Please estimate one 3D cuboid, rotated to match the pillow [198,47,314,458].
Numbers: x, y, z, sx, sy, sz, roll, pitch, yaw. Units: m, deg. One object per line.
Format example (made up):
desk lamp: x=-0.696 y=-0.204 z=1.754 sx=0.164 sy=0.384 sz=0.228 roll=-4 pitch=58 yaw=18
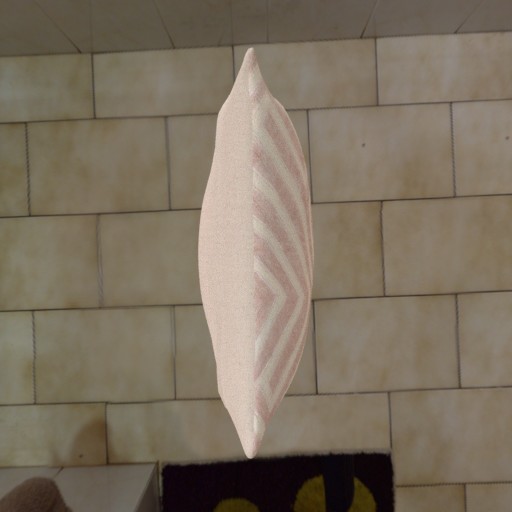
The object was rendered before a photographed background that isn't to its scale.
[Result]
pillow: x=0.000 y=0.000 z=0.674 sx=0.182 sy=0.441 sz=0.440 roll=0 pitch=90 yaw=1
